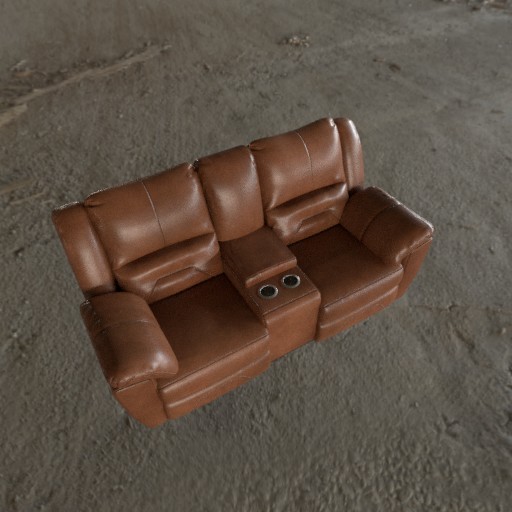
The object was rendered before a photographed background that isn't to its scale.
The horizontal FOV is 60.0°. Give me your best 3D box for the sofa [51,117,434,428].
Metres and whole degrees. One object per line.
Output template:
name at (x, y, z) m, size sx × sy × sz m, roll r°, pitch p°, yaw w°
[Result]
sofa at (0.000, 0.000, 2.675) m, size 2.058 × 1.043 × 0.991 m, roll -23°, pitch 50°, yaw -20°
